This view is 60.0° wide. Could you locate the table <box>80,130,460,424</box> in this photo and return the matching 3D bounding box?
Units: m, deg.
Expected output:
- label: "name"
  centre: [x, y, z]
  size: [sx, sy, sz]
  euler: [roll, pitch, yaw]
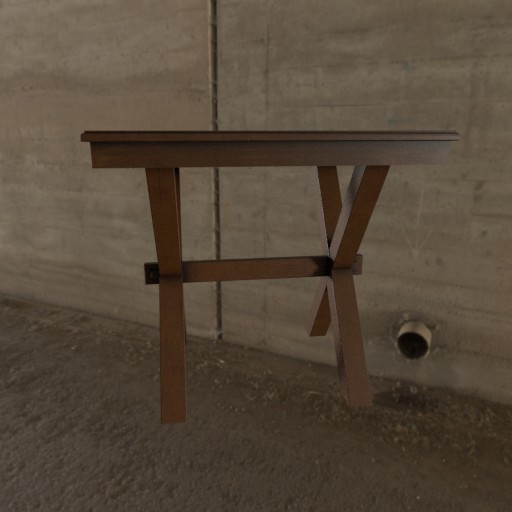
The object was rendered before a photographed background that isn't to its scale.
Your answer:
- label: "table"
  centre: [0.000, 0.000, 1.033]
  size: [0.602, 0.562, 0.560]
  euler: [-2, 16, -8]
